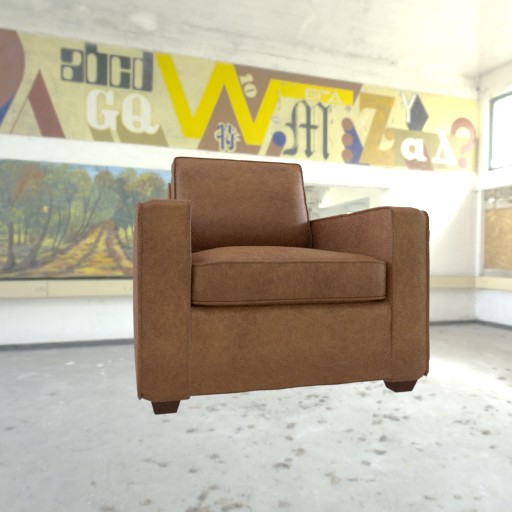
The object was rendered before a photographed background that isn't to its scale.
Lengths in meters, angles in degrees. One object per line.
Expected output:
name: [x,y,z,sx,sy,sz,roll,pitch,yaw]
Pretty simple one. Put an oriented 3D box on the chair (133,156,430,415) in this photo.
chair: [0.000,0.000,1.800,0.987,0.901,1.027,0,0,-18]
